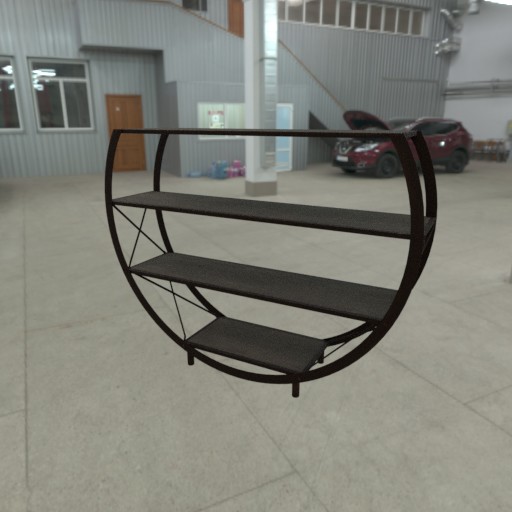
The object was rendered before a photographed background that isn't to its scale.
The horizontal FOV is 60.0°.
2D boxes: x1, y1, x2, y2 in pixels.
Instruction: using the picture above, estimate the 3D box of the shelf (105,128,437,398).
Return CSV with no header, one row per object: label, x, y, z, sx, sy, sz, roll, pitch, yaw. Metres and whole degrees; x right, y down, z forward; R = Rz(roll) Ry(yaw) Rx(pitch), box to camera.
shelf,0.000,0.000,1.942,1.403,1.063,0.344,9,19,27
